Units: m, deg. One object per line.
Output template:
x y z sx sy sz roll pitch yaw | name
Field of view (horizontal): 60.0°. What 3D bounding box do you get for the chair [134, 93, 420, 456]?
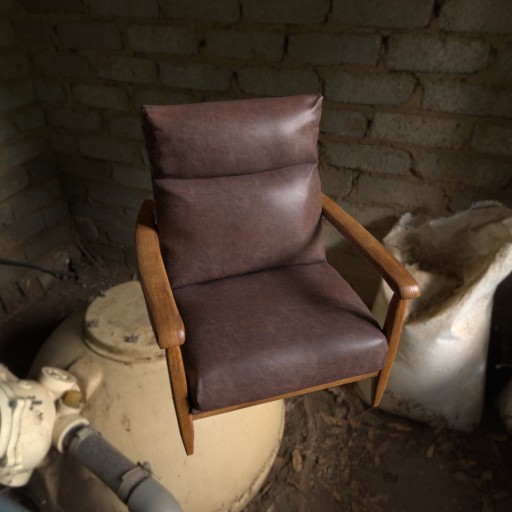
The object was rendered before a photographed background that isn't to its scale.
0.000 0.000 1.498 0.782 0.897 0.830 -9 34 -14 | chair
